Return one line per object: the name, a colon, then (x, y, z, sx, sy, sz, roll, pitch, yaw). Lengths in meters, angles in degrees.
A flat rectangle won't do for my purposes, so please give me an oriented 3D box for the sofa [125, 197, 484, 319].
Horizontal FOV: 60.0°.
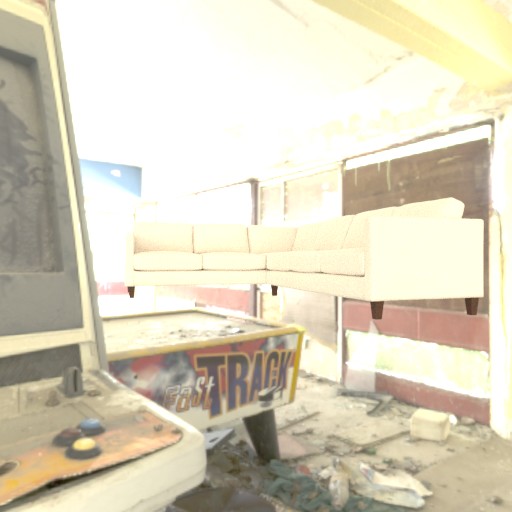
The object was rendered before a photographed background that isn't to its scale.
sofa: (0.000, 0.000, 4.300, 2.432, 0.863, 3.182, 0, -1, -17)
